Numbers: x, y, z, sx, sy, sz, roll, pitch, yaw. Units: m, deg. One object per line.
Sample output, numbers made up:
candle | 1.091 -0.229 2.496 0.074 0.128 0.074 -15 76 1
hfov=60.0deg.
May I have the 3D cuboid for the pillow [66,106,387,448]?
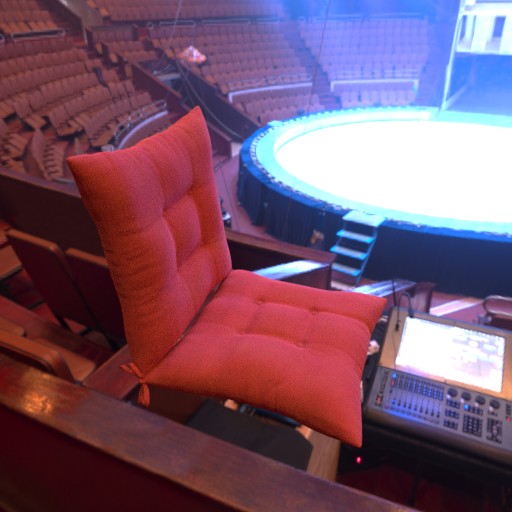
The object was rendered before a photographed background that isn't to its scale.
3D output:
pillow | 0.000 0.000 0.989 0.585 0.536 0.541 9 30 17
